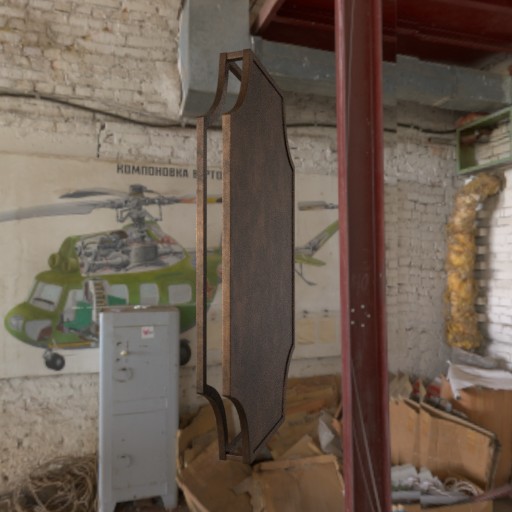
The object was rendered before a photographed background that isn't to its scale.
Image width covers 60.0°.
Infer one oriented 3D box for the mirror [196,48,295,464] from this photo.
[{"bbox_3d":[0.000,0.000,0.994,0.066,0.811,0.462,0,-1,19],"label":"mirror"}]
